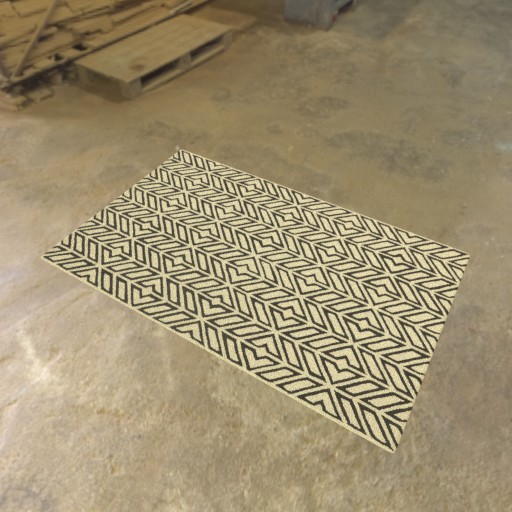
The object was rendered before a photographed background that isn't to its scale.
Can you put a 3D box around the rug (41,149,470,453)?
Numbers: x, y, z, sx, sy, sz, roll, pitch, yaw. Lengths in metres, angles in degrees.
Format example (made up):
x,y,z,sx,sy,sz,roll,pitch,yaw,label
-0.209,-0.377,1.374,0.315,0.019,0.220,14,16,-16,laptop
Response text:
x,y,z,sx,sy,sz,roll,pitch,yaw,label
0.000,0.000,2.955,2.438,0.008,1.523,24,51,21,rug
